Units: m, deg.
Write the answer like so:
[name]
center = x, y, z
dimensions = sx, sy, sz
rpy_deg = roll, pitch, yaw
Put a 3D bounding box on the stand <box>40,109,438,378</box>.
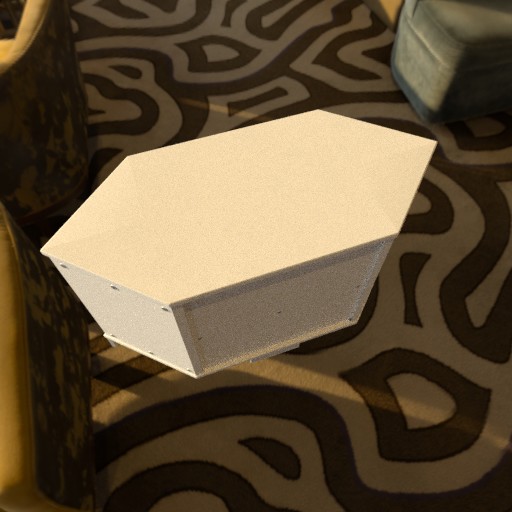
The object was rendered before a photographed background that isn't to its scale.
[stand]
center = 0.000, 0.000, 1.390
dimensions = 1.072, 0.614, 0.477
rpy_deg = -17, 59, -10
